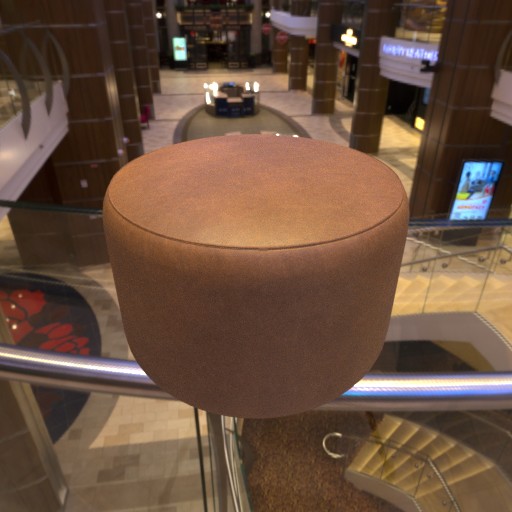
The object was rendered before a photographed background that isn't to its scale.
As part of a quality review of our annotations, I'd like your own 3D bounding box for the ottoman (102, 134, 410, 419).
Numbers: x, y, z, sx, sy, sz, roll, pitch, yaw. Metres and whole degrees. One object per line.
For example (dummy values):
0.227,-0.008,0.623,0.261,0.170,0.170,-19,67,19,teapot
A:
0.000,0.000,0.983,0.607,0.438,0.607,0,31,0,ottoman
